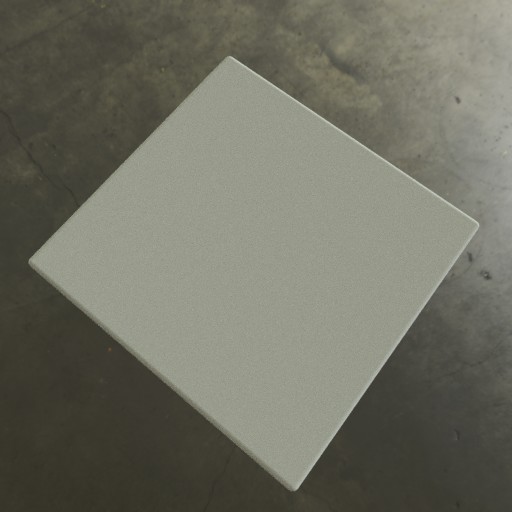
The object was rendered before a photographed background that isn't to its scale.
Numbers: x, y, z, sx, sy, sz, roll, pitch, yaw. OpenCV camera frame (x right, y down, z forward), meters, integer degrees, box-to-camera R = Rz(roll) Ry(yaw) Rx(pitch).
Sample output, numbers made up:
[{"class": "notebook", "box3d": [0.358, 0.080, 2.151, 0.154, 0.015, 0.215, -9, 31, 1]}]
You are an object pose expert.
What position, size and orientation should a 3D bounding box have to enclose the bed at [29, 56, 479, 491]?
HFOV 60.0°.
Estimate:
[{"class": "bed", "box3d": [0.000, 0.000, 2.994, 2.049, 0.616, 1.930, 37, 77, 10]}]
